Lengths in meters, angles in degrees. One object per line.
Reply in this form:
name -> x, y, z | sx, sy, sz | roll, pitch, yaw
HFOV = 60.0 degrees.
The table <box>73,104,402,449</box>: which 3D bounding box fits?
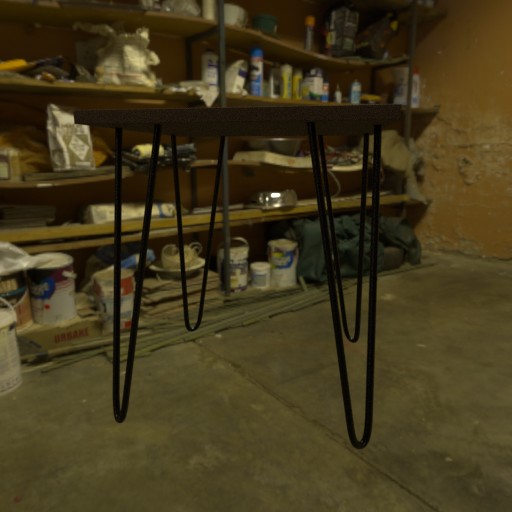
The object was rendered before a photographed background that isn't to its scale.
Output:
table -> 0.000, 0.000, 0.952 | 0.495, 0.559, 0.495 | 2, 13, 10
